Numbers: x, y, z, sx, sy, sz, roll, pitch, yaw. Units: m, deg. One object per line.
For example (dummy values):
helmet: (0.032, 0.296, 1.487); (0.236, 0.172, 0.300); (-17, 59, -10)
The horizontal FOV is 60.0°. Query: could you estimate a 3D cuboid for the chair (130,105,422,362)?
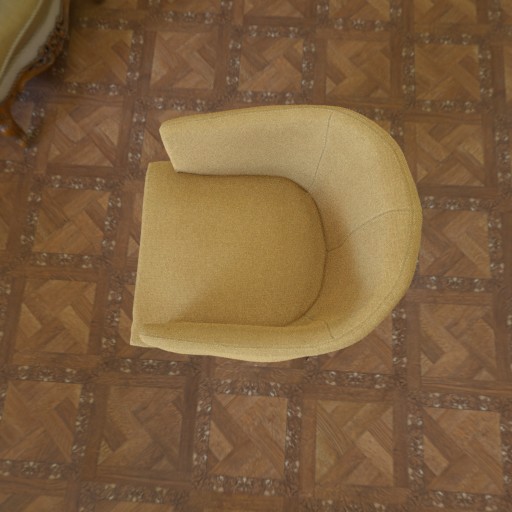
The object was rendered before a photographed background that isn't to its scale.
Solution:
chair: (0.000, 0.000, 1.253); (0.655, 0.811, 0.583); (2, 76, 1)
